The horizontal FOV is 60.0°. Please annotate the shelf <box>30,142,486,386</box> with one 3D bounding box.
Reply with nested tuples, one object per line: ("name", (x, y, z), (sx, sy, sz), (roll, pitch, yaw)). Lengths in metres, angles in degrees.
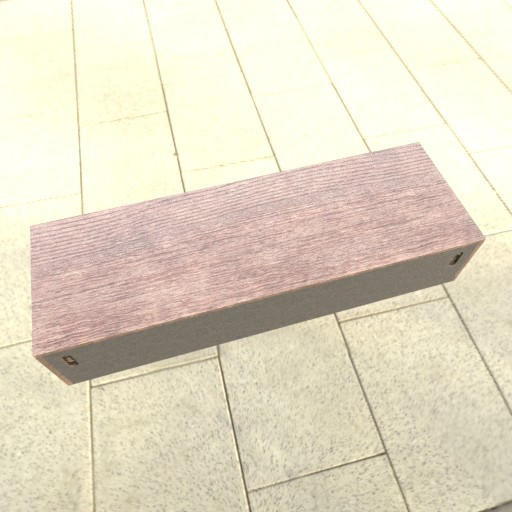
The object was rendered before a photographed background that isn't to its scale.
("shelf", (0.000, 0.000, 0.675), (0.610, 0.125, 0.200), (-14, 59, -9))
